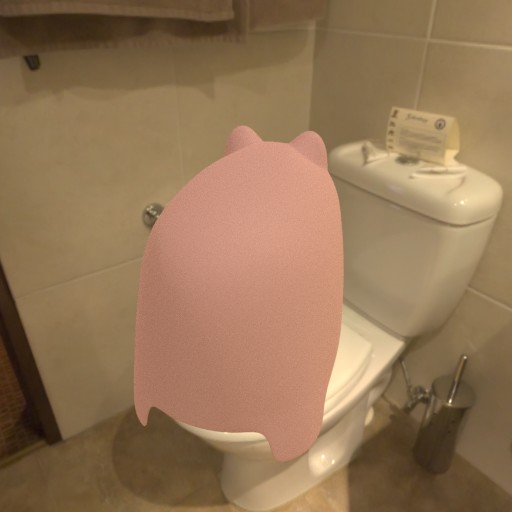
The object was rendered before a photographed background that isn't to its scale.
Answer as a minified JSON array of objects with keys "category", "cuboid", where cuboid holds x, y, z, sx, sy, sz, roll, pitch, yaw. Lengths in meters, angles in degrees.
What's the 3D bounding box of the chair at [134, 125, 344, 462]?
[{"category":"chair","cuboid":[0.000,0.000,0.870,0.364,0.423,0.619,9,33,14]}]
